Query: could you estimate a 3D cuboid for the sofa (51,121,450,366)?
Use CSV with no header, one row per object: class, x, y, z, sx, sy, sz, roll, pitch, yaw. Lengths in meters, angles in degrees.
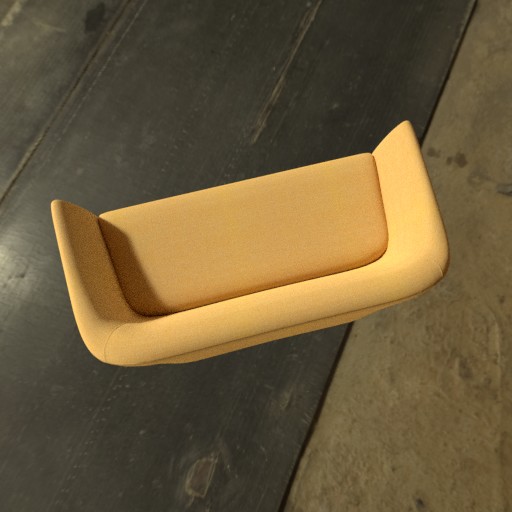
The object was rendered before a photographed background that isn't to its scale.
sofa,0.000,0.000,1.859,1.452,0.721,0.705,-14,76,-4
